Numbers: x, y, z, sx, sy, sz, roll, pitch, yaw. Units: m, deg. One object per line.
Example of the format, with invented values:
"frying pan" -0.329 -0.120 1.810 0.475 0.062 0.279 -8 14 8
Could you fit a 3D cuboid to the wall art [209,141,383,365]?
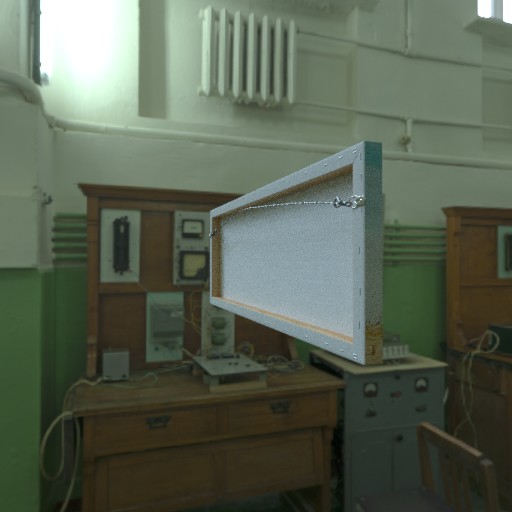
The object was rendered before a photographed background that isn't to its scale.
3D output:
"wall art" 0.000 0.000 0.854 0.044 0.254 0.759 0 -1 -19
